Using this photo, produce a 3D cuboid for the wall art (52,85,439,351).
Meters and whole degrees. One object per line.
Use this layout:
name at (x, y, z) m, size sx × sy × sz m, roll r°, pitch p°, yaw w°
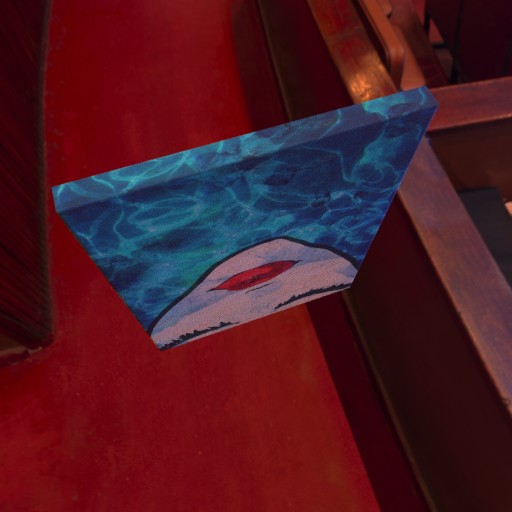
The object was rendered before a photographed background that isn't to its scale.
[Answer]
wall art at (0.000, 0.000, 0.846) m, size 0.508 × 0.635 × 0.038 m, roll -18°, pitch 65°, yaw -9°
